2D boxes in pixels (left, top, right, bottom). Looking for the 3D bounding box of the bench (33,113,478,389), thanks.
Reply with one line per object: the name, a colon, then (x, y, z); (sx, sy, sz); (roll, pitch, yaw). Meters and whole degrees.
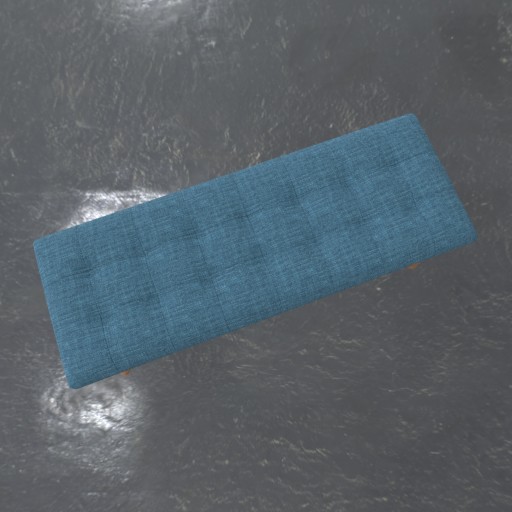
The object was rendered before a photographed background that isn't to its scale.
bench: (0.000, 0.000, 1.336); (1.118, 0.432, 0.406); (-20, 76, -5)
